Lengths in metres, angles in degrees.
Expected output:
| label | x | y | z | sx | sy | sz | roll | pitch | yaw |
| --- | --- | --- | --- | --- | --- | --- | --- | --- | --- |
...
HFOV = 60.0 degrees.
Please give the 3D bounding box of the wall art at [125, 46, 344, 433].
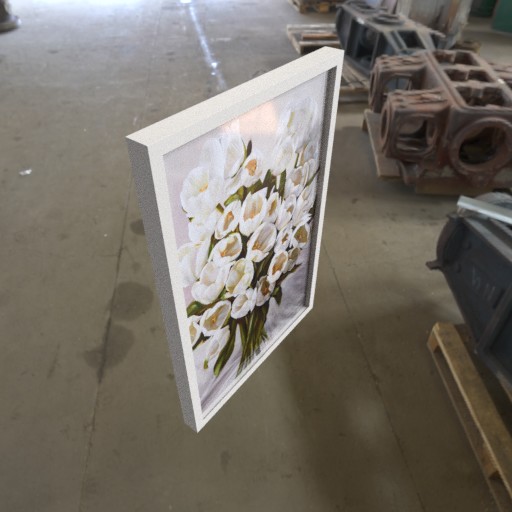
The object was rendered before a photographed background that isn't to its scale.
| label | x | y | z | sx | sy | sz | roll | pitch | yaw |
| --- | --- | --- | --- | --- | --- | --- | --- | --- | --- |
| wall art | 0.000 | 0.000 | 0.560 | 0.025 | 0.428 | 0.293 | 27 | 48 | 28 |
